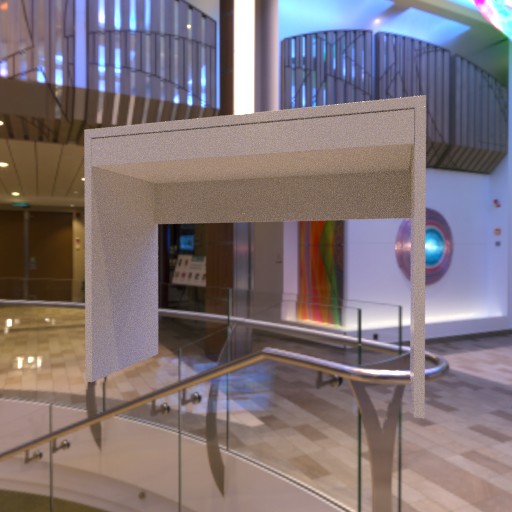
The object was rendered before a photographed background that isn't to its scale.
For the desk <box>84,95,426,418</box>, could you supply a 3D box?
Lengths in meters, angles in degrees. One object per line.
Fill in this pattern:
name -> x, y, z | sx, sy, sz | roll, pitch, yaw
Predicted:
desk -> 0.000, 0.000, 1.428 | 1.000, 0.790, 0.400 | 0, 1, 18
